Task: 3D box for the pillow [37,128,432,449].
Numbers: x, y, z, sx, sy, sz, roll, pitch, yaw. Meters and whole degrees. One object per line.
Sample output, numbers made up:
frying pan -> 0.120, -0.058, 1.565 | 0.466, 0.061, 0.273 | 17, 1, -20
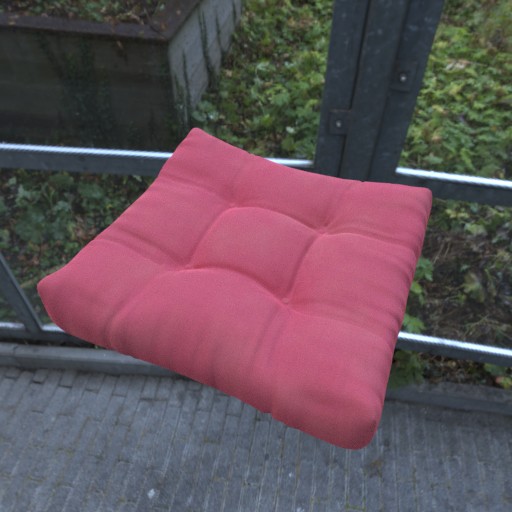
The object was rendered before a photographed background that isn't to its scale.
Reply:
pillow -> 0.000, 0.000, 0.719 | 0.490, 0.128, 0.468 | 18, 50, 16
